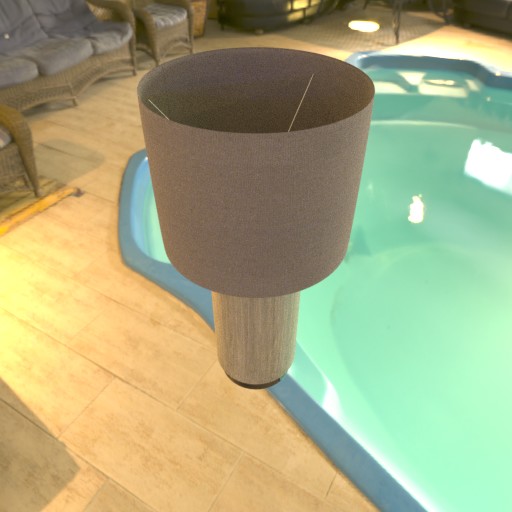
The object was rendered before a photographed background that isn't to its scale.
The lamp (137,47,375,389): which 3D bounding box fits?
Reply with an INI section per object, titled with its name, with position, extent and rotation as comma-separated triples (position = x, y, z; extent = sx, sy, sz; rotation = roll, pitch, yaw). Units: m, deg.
[lamp]
position = 0.000, 0.000, 0.573
extent = 0.228, 0.444, 0.228
rotation = 26, 47, 27
